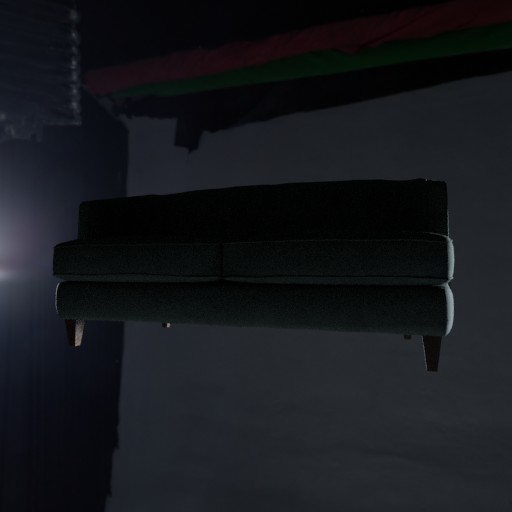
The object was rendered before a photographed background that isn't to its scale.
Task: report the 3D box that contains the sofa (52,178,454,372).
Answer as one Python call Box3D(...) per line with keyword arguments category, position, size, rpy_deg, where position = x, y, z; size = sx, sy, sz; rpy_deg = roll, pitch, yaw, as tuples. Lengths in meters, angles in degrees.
Box3D(category="sofa", position=(0.000, 0.000, 2.197), size=(1.733, 0.855, 0.941), rpy_deg=(0, -1, 19))
